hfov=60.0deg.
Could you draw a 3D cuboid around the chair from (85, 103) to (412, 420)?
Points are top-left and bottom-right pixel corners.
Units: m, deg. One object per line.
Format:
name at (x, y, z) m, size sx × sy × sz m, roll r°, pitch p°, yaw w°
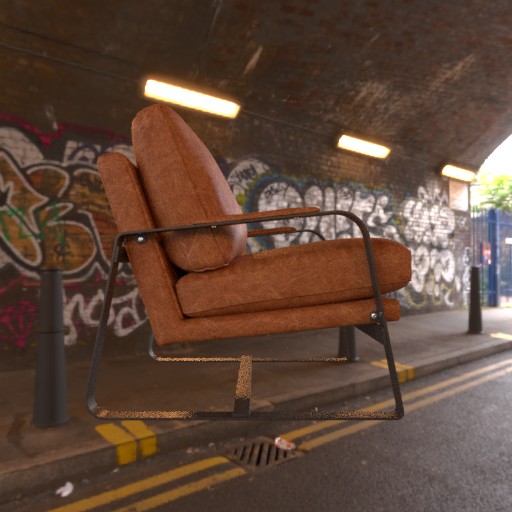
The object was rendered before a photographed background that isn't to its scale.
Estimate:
chair at (0.000, 0.000, 1.363) m, size 0.801 × 0.777 × 0.651 m, roll 0°, pitch -1°, yaw 0°
